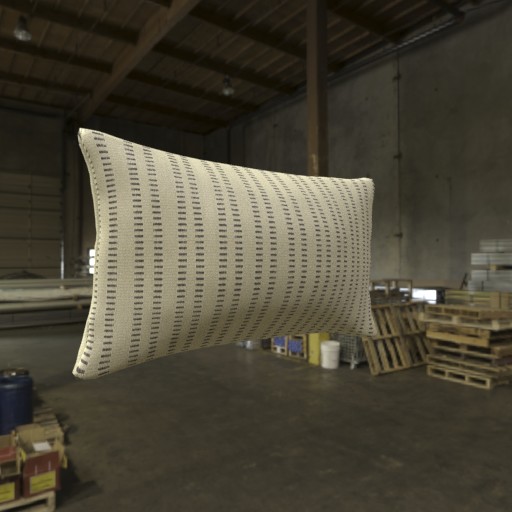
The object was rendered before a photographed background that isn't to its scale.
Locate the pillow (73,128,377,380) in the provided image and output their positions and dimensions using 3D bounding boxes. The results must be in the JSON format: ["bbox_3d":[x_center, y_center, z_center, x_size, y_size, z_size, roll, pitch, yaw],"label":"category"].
[{"bbox_3d":[0.000,0.000,0.807,0.640,0.353,0.210,1,-1,-36],"label":"pillow"}]
